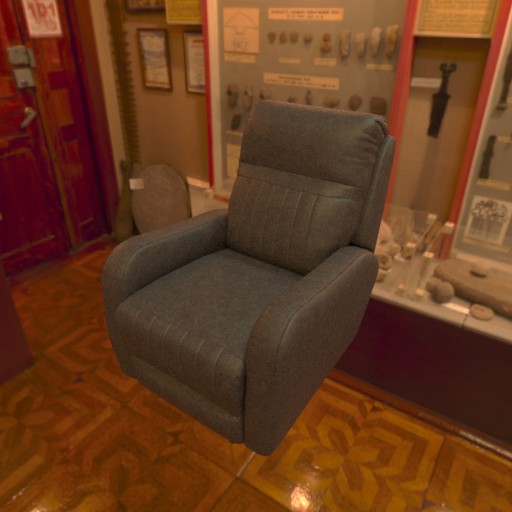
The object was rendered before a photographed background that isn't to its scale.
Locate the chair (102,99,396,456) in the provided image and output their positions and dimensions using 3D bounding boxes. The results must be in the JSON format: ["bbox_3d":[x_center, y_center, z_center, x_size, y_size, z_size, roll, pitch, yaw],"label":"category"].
[{"bbox_3d":[0.000,0.000,1.833,0.865,1.067,1.067,20,35,30],"label":"chair"}]
